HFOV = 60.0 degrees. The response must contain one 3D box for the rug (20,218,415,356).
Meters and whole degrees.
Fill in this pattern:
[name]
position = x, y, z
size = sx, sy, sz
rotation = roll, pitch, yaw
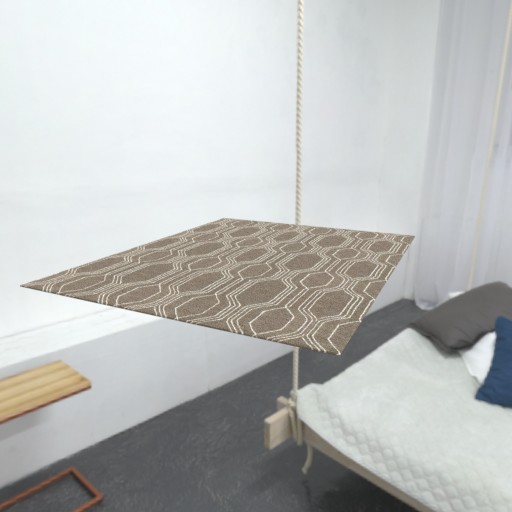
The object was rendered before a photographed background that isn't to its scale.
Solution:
[rug]
position = 0.000, 0.000, 4.133
size = 2.457, 0.012, 3.062
rotation = 7, 17, 25
